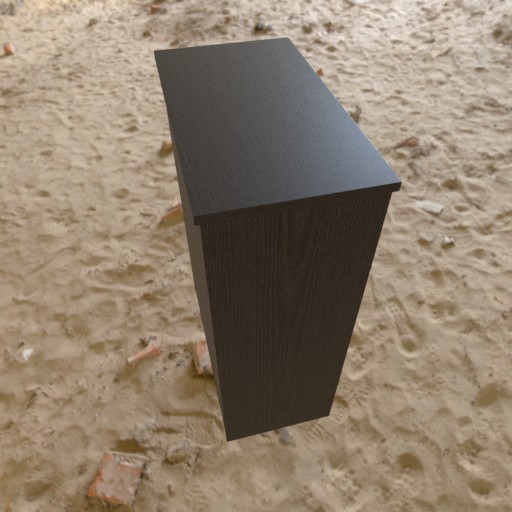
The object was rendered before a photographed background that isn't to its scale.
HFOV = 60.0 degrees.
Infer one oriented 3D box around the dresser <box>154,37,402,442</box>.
[{"bbox_3d":[0.000,0.000,1.384,0.399,1.020,0.704,-11,48,-10],"label":"dresser"}]
